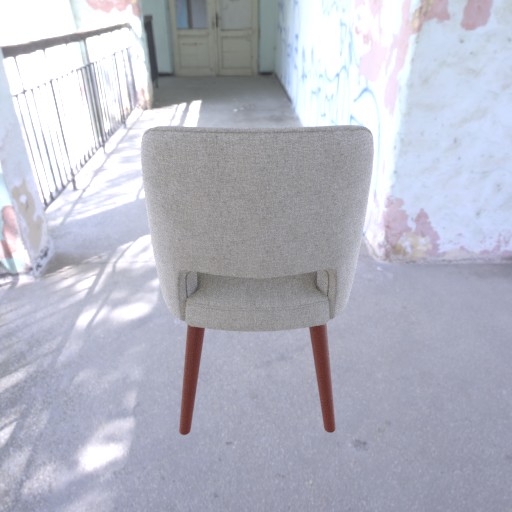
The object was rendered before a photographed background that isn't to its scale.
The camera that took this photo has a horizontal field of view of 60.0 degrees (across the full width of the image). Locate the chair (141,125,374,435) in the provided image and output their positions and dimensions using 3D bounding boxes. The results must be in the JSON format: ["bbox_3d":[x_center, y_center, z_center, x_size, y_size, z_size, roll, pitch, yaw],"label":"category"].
[{"bbox_3d":[0.000,0.000,1.229,0.548,0.849,0.605,-1,31,-1],"label":"chair"}]
